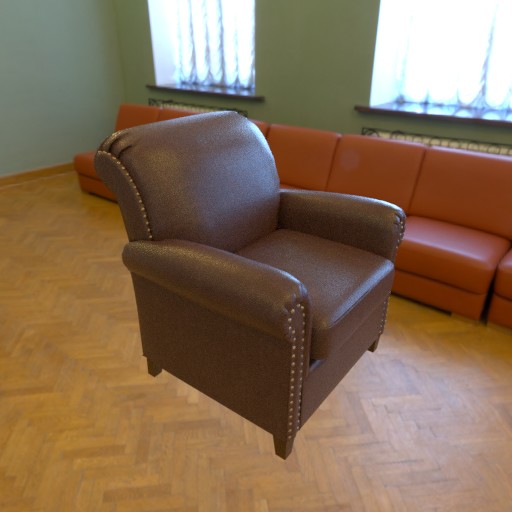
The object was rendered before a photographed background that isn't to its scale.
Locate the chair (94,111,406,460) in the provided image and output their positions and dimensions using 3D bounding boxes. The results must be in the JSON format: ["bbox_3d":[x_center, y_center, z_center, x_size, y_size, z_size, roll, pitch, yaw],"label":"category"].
[{"bbox_3d":[0.000,0.000,1.635,0.890,0.927,0.854,19,32,33],"label":"chair"}]
